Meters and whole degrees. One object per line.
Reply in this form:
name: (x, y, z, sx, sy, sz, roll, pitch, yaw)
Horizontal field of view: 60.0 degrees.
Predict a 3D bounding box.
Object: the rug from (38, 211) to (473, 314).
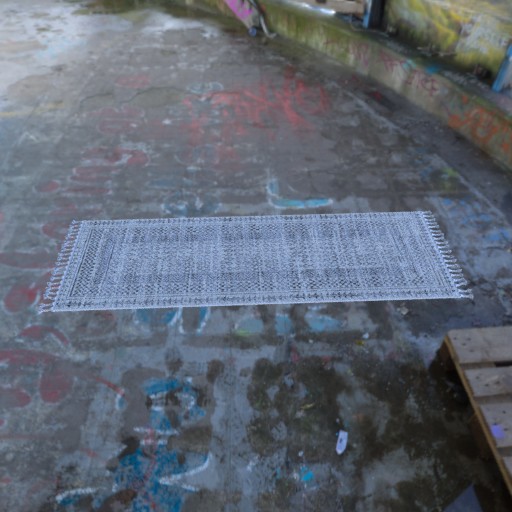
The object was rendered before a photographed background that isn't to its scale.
rug: (0.000, 0.000, 2.760, 2.480, 0.013, 0.786, -2, 45, -2)
